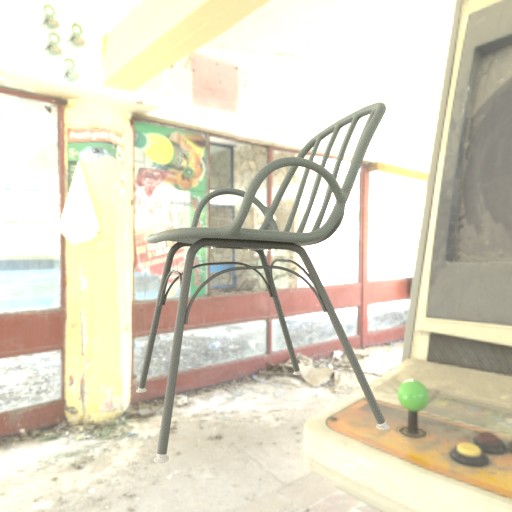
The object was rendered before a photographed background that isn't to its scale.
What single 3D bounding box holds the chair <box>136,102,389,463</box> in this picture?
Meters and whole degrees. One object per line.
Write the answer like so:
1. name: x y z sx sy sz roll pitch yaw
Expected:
1. chair: 0.000 0.000 1.201 0.597 0.816 0.549 0 1 -19
